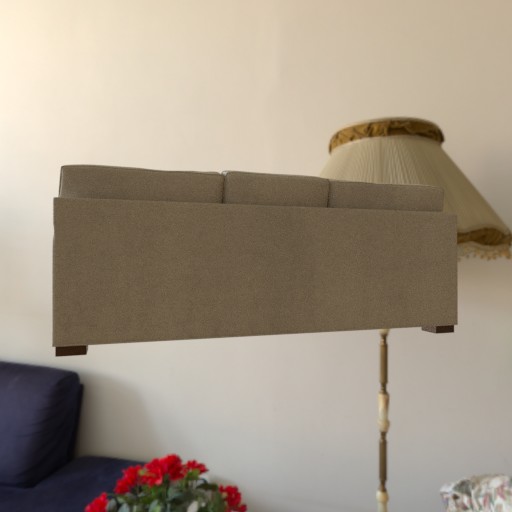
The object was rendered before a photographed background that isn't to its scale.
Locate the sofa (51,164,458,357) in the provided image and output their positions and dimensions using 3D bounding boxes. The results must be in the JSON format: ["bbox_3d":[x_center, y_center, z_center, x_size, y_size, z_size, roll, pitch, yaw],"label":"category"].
[{"bbox_3d":[0.000,0.000,2.605,2.093,0.862,0.936,0,0,-18],"label":"sofa"}]
